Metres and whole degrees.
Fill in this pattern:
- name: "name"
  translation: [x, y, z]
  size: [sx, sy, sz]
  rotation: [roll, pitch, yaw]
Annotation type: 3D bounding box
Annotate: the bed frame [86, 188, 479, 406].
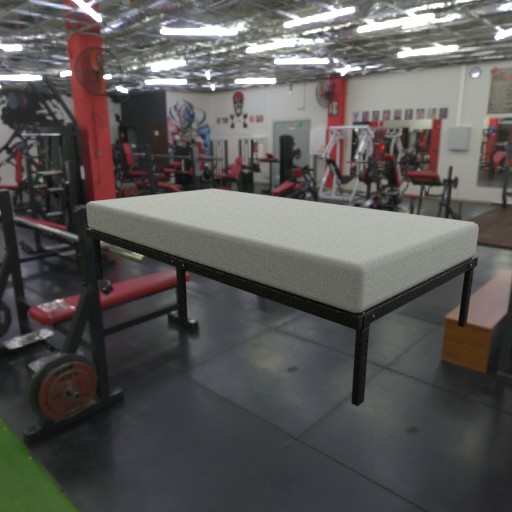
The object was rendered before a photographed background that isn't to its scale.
- name: "bed frame"
  translation: [0.000, 0.000, 3.280]
  size: [1.393, 0.680, 2.635]
  rotation: [-15, 21, -43]
